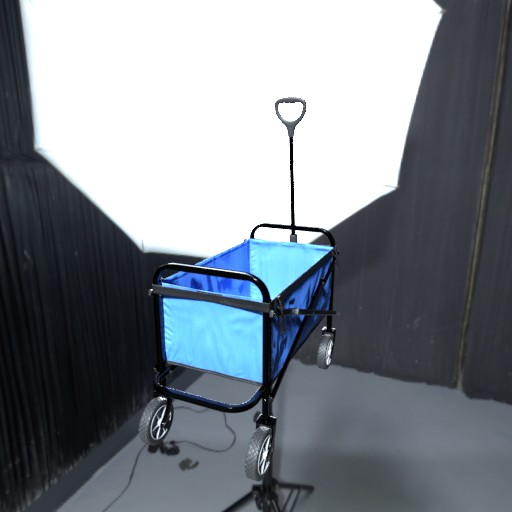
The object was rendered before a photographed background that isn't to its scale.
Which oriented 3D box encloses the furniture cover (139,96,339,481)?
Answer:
[{"bbox_3d":[0.000,0.000,1.826,0.532,1.295,1.038,7,17,23],"label":"furniture cover"}]
